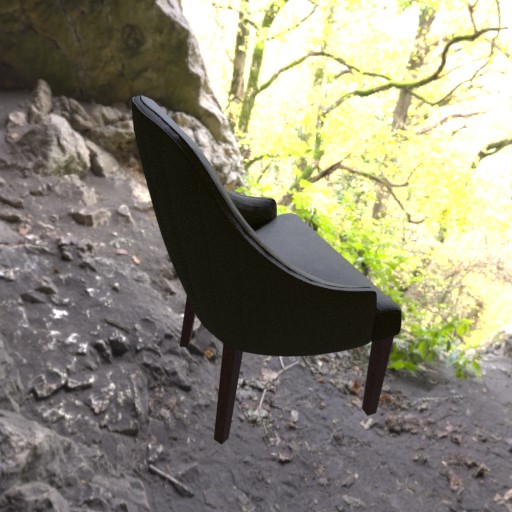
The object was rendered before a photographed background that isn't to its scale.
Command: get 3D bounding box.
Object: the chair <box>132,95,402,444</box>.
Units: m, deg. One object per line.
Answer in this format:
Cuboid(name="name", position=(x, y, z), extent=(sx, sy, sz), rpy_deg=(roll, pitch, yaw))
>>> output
Cuboid(name="chair", position=(0.000, 0.000, 1.264), extent=(0.575, 0.889, 0.643), rpy_deg=(-12, 32, -19))
